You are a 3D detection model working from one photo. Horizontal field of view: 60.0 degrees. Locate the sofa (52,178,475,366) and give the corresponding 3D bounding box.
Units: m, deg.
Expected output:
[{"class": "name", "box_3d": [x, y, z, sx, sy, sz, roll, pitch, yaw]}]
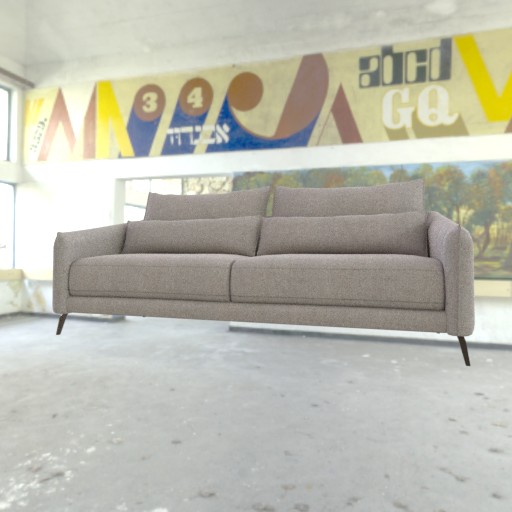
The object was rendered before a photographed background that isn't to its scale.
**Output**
[{"class": "sofa", "box_3d": [0.000, 0.000, 2.360, 2.022, 0.833, 0.809, 0, 1, 19]}]
